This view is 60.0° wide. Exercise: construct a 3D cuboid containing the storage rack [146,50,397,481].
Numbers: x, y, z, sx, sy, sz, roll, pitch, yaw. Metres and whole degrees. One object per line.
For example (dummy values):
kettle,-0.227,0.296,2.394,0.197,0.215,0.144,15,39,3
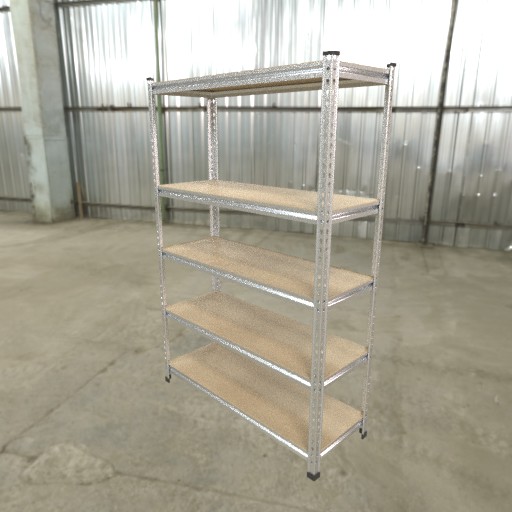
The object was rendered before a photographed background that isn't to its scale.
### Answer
storage rack,0.000,0.000,2.362,0.457,1.829,1.219,-15,22,-43
